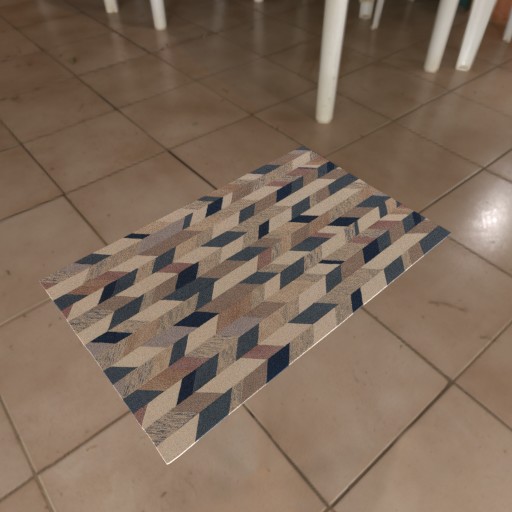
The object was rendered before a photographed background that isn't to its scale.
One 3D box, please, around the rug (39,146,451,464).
[{"bbox_3d":[0.000,0.000,3.033,2.423,0.008,1.513,-32,54,-27],"label":"rug"}]
